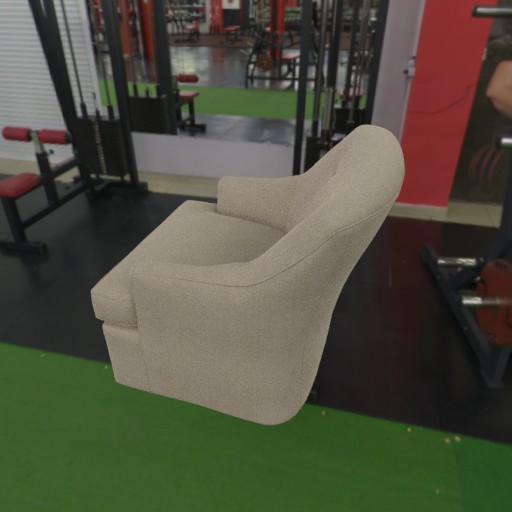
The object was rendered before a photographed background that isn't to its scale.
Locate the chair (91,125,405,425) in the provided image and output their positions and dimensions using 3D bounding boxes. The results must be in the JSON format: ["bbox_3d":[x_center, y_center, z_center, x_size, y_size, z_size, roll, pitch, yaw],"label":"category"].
[{"bbox_3d":[0.000,0.000,1.621,0.923,0.856,0.864,9,32,14],"label":"chair"}]
